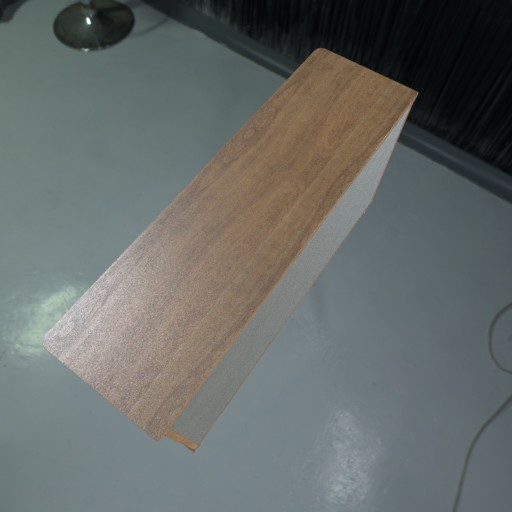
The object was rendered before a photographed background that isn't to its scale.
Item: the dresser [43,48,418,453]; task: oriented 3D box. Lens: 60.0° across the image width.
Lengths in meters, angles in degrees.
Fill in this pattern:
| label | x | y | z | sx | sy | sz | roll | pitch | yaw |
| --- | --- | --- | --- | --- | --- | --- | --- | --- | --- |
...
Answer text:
| label | x | y | z | sx | sy | sz | roll | pitch | yaw |
| --- | --- | --- | --- | --- | --- | --- | --- | --- | --- |
| dresser | 0.000 | 0.000 | 1.943 | 0.468 | 0.892 | 1.583 | 32 | 68 | 15 |
